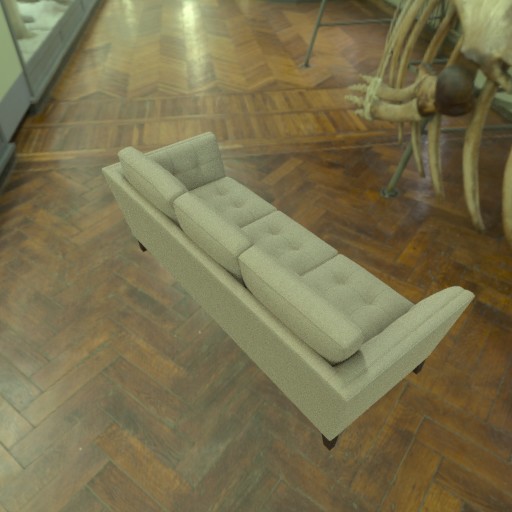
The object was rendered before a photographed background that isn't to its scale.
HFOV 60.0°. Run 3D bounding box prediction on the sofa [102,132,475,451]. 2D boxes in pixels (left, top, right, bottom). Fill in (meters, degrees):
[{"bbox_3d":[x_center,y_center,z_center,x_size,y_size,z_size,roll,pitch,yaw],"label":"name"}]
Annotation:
[{"bbox_3d":[0.000,0.000,2.916,0.965,0.940,2.388,-28,48,-28],"label":"sofa"}]
